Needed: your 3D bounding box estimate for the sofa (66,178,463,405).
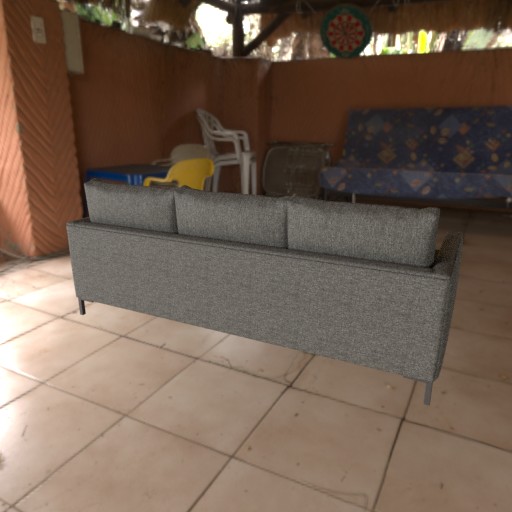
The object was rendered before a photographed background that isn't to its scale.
[{"bbox_3d":[0.000,0.000,2.700,2.253,0.879,0.876,8,19,26],"label":"sofa"}]
